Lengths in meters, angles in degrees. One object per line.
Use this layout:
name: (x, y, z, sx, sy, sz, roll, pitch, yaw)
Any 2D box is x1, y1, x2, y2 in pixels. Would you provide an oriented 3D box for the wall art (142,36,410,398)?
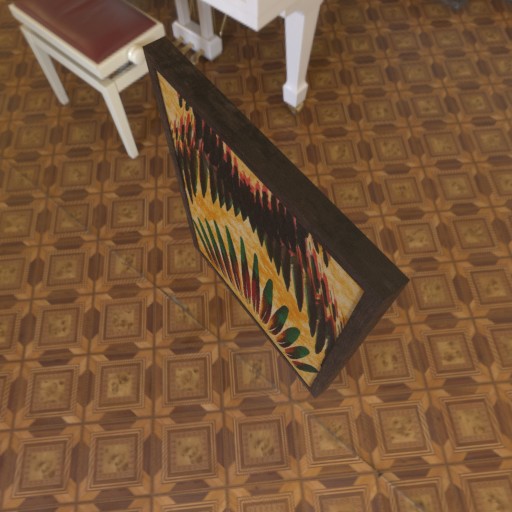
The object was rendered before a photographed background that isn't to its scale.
wall art: (0.000, 0.000, 0.552, 0.027, 0.406, 0.329, -34, 68, -16)
